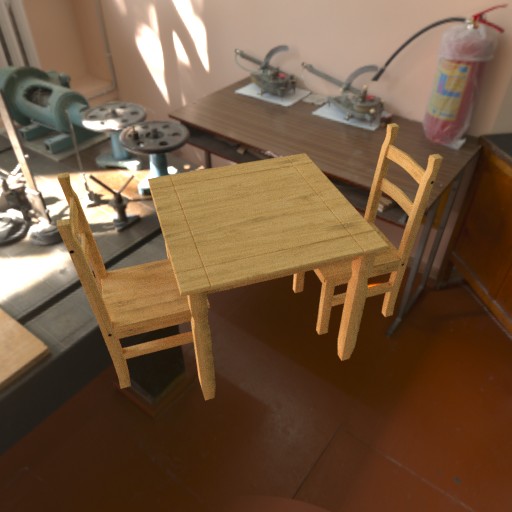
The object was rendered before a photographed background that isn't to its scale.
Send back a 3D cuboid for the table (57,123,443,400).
[{"bbox_3d":[0.000,0.000,2.072,1.501,0.942,0.813,-12,42,-14],"label":"table"}]
